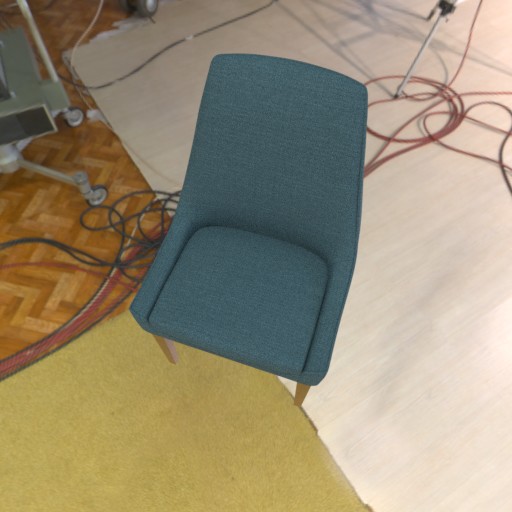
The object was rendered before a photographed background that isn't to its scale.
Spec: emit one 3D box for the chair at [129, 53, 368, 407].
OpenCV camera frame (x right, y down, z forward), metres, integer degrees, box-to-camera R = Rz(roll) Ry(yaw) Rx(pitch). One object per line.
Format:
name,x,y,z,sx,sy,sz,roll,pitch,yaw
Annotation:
chair,0.000,0.000,1.213,0.529,0.861,0.544,16,59,10
